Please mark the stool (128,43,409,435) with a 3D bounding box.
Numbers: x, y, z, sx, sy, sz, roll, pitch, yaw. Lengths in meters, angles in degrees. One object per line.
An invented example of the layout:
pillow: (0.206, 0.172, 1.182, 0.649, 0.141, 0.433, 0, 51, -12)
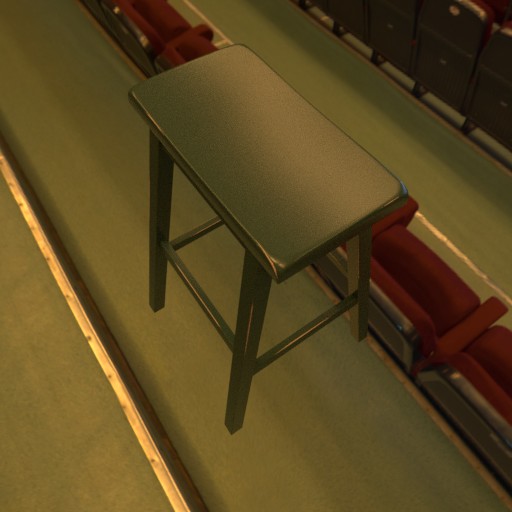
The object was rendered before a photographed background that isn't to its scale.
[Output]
stool: (0.000, 0.000, 1.013, 0.476, 0.737, 0.457, -31, 63, -17)
